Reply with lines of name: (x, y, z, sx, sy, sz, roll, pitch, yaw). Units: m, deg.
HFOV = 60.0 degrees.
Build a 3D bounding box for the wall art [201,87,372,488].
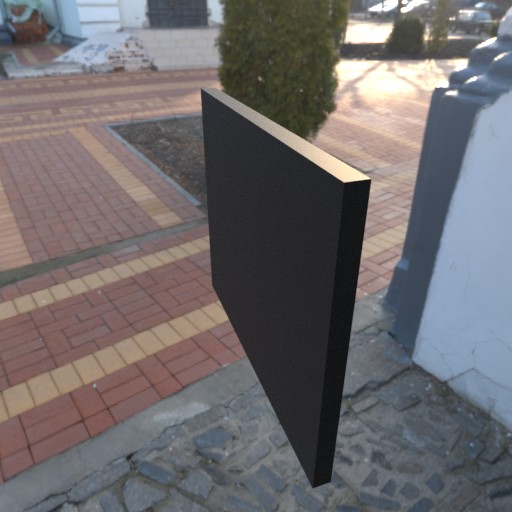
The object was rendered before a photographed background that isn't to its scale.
wall art: (0.000, 0.000, 0.750, 0.029, 0.457, 0.558, -10, 31, -17)
